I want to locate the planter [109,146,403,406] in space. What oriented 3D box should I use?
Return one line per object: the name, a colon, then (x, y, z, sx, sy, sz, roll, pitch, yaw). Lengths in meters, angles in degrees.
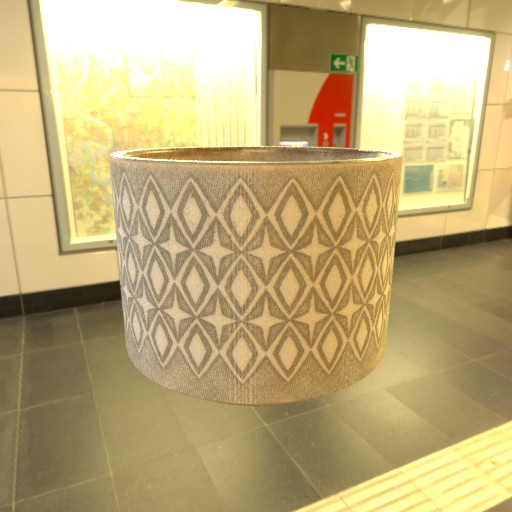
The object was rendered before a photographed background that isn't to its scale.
planter: (0.000, 0.000, 0.314, 0.186, 0.144, 0.186, 0, 16, 0)
